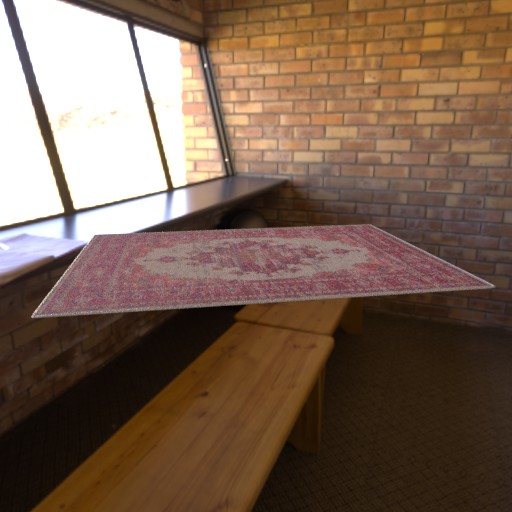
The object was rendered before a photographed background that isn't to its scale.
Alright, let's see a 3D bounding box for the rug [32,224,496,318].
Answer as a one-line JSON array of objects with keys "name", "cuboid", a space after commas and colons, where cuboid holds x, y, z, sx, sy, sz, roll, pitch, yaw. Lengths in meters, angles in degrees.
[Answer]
[{"name": "rug", "cuboid": [0.000, 0.000, 3.636, 2.878, 0.014, 2.005, -3, 16, -9]}]
